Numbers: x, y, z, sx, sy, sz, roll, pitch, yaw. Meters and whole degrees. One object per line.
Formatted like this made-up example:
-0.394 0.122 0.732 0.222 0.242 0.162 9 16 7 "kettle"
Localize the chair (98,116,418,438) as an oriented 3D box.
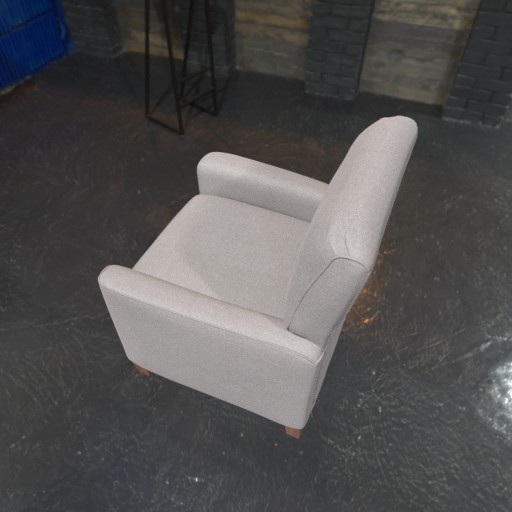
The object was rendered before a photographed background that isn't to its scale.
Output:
0.000 0.000 1.652 0.859 1.023 0.845 17 49 16 "chair"
